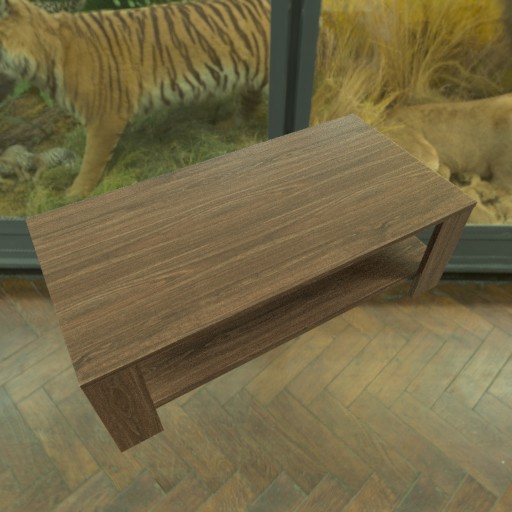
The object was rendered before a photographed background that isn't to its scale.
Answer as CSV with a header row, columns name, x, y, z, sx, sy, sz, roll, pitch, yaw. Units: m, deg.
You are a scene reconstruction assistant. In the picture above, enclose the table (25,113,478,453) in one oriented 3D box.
name,x,y,z,sx,sy,sz,roll,pitch,yaw
table,0.000,0.000,1.459,1.200,0.400,0.600,-23,51,-20
